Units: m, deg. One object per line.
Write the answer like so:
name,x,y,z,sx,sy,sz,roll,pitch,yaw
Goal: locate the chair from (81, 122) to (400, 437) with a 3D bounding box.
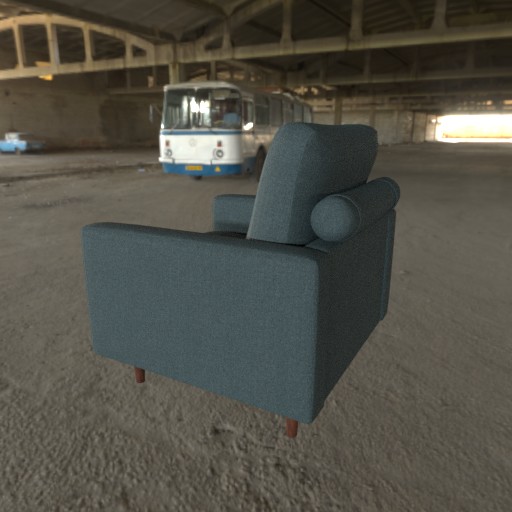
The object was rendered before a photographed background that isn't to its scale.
chair,0.000,0.000,1.540,0.843,0.880,0.821,9,18,28
